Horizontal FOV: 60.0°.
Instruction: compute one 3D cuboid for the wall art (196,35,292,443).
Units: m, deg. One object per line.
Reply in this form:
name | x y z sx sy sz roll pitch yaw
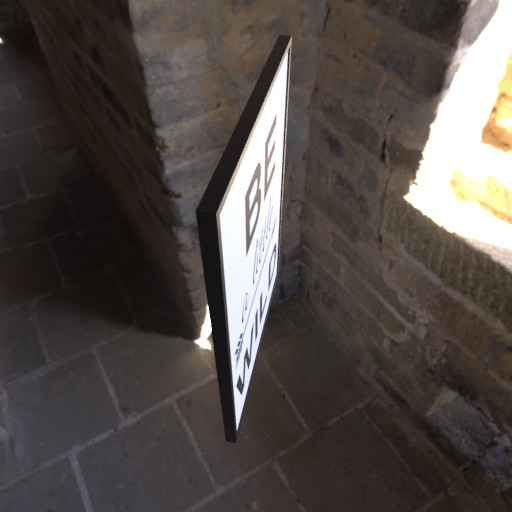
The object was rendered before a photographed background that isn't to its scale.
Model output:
wall art | 0.000 0.000 1.427 0.038 1.062 0.806 9 48 8
